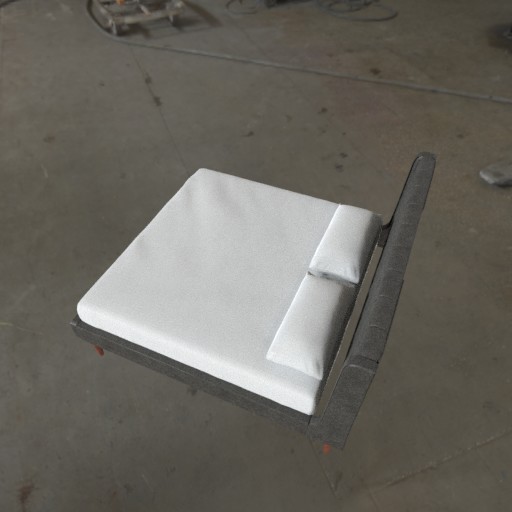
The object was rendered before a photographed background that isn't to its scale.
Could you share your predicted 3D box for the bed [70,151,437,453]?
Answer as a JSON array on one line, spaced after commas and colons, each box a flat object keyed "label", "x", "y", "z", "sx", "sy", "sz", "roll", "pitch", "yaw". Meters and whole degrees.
[{"label": "bed", "x": 0.000, "y": 0.000, "z": 3.270, "sx": 2.031, "sy": 1.158, "sz": 1.903, "roll": 18, "pitch": 49, "yaw": 16}]
